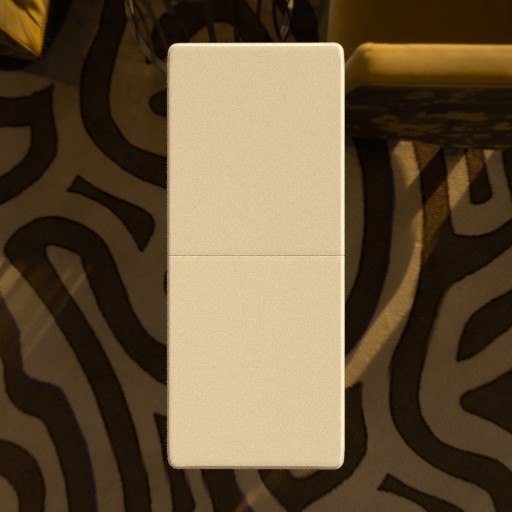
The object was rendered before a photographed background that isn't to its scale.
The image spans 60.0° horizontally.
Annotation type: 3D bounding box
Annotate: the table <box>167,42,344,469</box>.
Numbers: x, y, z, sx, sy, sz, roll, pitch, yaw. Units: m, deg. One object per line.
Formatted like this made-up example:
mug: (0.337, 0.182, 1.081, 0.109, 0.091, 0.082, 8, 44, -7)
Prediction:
table: (0.000, 0.000, 2.256, 0.761, 0.719, 1.829, 0, 90, 0)
